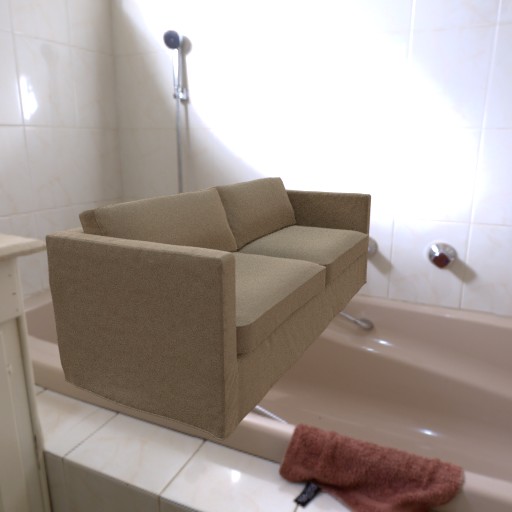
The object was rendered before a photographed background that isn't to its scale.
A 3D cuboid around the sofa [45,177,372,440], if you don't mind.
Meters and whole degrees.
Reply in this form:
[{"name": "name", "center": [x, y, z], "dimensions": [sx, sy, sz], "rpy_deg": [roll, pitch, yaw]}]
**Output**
[{"name": "sofa", "center": [0.000, 0.000, 2.796], "dimensions": [0.962, 0.853, 2.312], "rpy_deg": [7, 16, 26]}]
